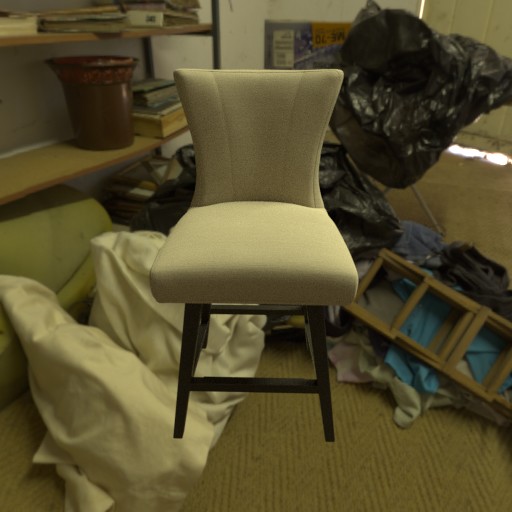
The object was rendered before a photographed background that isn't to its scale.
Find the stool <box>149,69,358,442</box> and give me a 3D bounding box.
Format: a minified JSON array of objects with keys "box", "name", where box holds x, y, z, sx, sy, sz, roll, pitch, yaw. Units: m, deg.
[{"box":[0.000,0.000,1.346,0.514,1.000,0.574,1,30,1],"name":"stool"}]
